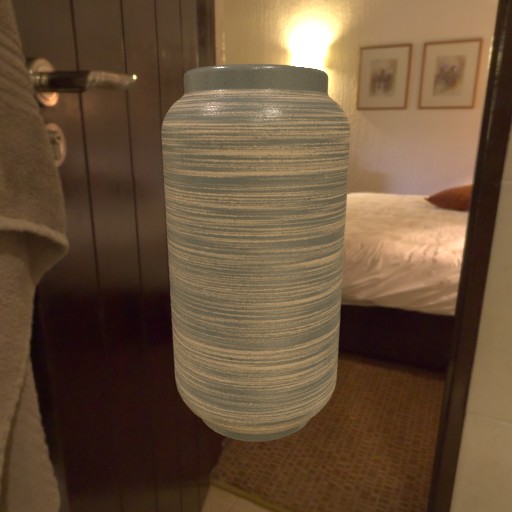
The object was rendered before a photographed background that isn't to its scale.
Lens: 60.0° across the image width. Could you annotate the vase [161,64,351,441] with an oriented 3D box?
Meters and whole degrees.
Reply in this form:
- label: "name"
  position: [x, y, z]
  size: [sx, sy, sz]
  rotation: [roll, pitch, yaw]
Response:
- label: "vase"
  position: [0.000, 0.000, 0.300]
  size: [0.116, 0.230, 0.116]
  rotation: [0, 16, 0]
